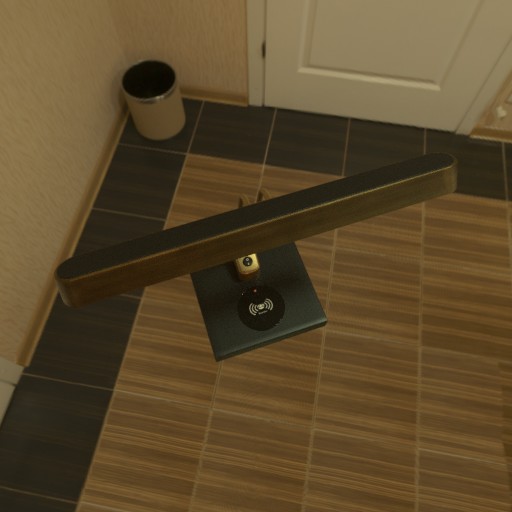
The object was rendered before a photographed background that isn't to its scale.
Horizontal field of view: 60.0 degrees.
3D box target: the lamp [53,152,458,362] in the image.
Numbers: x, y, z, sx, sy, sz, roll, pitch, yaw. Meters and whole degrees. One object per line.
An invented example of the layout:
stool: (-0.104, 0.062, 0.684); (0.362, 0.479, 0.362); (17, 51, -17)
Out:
lamp: (0.000, 0.000, 0.586); (0.412, 0.345, 0.156); (-17, 66, -8)
